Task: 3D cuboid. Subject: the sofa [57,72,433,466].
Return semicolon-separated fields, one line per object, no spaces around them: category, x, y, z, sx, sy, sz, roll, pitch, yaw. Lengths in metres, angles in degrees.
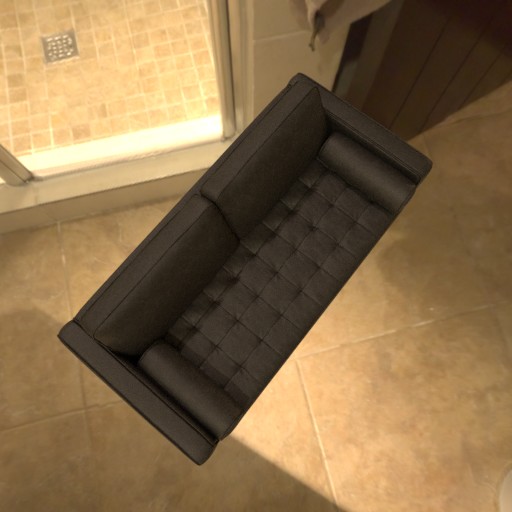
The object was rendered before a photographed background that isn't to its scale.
sofa;0.000;0.000;2.338;0.921;0.770;1.879;38;78;10
